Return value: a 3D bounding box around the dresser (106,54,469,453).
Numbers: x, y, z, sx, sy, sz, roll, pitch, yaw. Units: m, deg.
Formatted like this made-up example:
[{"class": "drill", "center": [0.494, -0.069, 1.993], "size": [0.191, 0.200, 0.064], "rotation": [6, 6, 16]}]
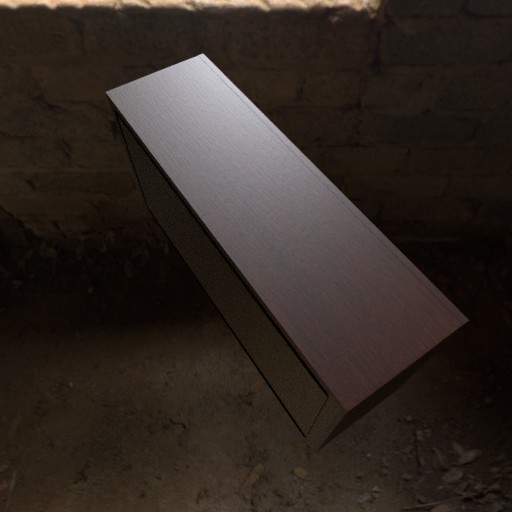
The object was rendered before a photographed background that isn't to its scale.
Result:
[{"class": "dresser", "center": [0.000, 0.000, 2.050], "size": [0.499, 0.971, 1.609], "rotation": [-30, 63, -17]}]
